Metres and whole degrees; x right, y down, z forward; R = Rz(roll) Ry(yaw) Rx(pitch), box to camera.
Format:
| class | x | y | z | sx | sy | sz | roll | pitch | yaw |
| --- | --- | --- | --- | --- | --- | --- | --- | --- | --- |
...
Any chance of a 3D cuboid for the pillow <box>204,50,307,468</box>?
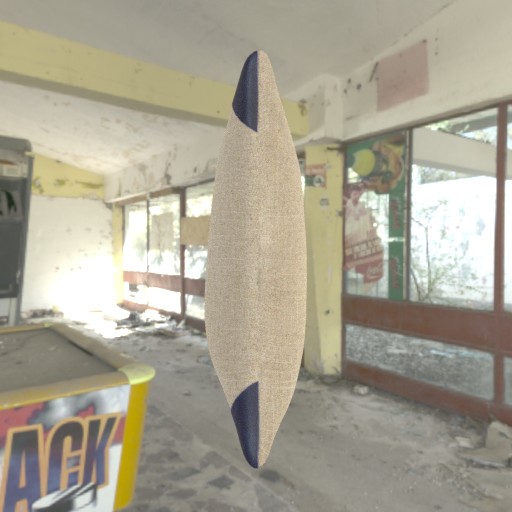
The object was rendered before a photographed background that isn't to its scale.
| class | x | y | z | sx | sy | sz | roll | pitch | yaw |
| --- | --- | --- | --- | --- | --- | --- | --- | --- | --- |
| pillow | 0.000 | 0.000 | 0.677 | 0.147 | 0.441 | 0.440 | 0 | 1 | 0 |
